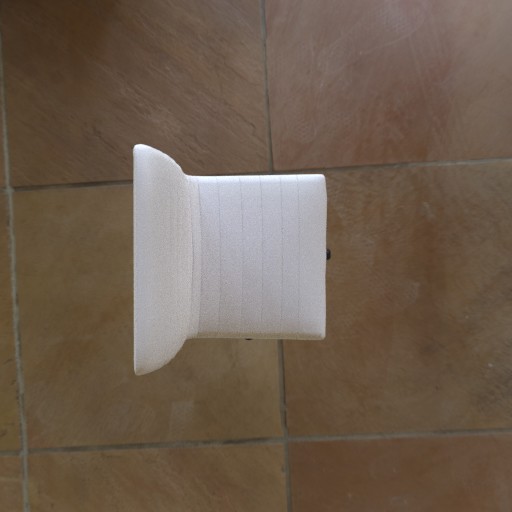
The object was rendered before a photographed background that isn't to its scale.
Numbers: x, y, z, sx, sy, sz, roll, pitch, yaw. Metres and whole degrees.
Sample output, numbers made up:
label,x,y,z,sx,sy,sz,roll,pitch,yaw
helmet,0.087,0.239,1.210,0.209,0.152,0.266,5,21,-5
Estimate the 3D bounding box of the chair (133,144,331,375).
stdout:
label,x,y,z,sx,sy,sz,roll,pitch,yaw
chair,0.000,0.000,1.074,0.455,0.750,0.520,0,91,2
